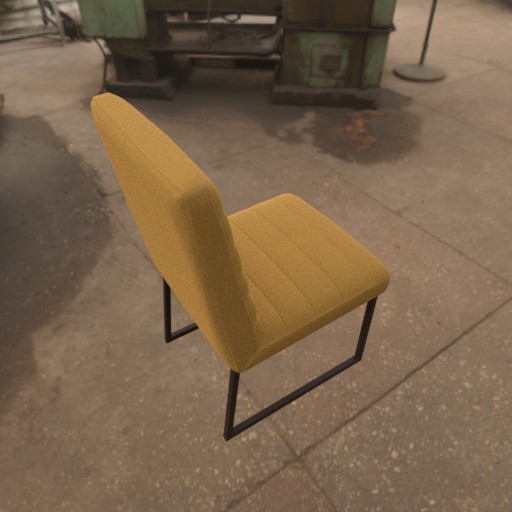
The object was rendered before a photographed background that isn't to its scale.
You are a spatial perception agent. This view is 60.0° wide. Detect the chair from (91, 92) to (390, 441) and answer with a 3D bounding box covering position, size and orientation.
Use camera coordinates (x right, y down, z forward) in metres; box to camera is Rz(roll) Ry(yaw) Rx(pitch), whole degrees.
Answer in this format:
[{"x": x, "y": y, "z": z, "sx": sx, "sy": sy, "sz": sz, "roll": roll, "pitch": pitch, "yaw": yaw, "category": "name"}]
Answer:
[{"x": 0.000, "y": 0.000, "z": 1.303, "sx": 0.634, "sy": 0.930, "sz": 0.520, "roll": -23, "pitch": 46, "yaw": -24, "category": "chair"}]
